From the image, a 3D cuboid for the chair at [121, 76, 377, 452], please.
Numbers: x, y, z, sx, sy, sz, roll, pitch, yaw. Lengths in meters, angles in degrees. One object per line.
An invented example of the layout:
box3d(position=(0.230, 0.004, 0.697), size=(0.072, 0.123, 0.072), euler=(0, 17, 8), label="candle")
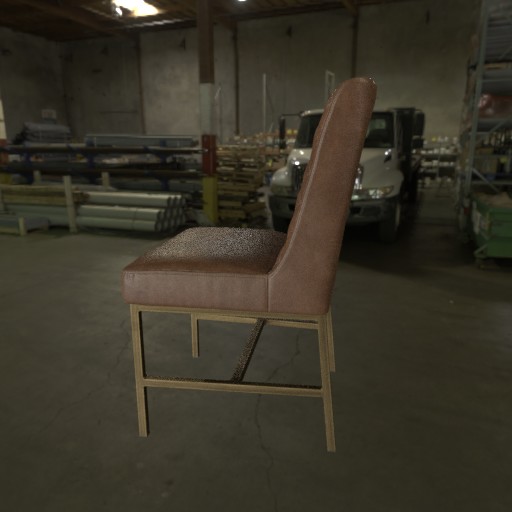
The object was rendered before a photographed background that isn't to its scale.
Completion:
box3d(position=(0.000, 0.000, 1.248), size=(0.587, 0.889, 0.508), euler=(2, 14, 9), label="chair")
